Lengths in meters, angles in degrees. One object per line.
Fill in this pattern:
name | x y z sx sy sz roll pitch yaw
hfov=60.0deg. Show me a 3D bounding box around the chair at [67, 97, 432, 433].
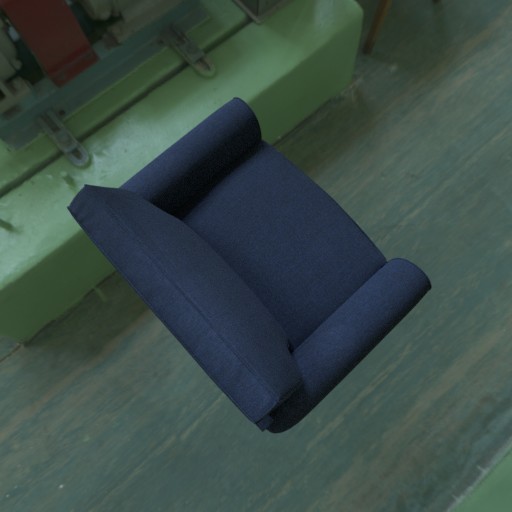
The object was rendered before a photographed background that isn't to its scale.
chair | 0.000 0.000 2.034 0.963 1.044 1.285 -42 79 -10
